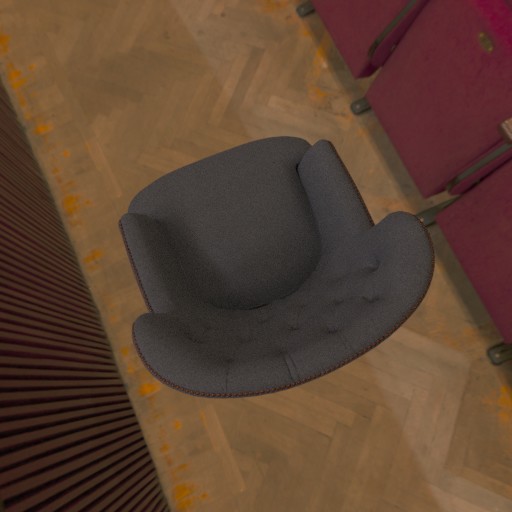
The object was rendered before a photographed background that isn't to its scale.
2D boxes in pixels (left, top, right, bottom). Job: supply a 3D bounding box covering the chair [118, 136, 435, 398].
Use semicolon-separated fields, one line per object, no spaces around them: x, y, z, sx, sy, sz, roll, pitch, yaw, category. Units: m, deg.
0.000;0.000;1.592;0.848;0.868;0.906;-22;75;-6;chair
